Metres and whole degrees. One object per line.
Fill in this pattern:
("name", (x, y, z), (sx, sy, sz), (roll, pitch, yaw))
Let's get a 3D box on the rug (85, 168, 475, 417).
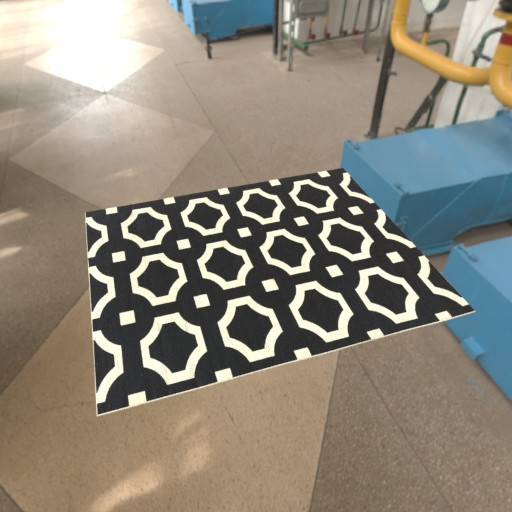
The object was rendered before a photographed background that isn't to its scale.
("rug", (0.000, 0.000, 4.215), (3.049, 0.021, 2.466), (-12, 43, -13))
